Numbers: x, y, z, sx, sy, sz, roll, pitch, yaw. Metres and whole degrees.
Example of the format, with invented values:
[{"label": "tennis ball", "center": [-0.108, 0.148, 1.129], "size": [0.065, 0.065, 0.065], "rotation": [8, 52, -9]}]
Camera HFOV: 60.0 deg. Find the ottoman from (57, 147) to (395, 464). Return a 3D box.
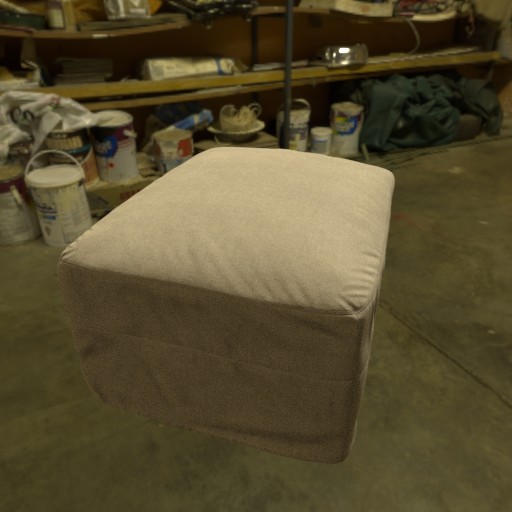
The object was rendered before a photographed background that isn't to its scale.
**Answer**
[{"label": "ottoman", "center": [0.000, 0.000, 1.234], "size": [0.683, 0.481, 0.837], "rotation": [9, 31, 15]}]
